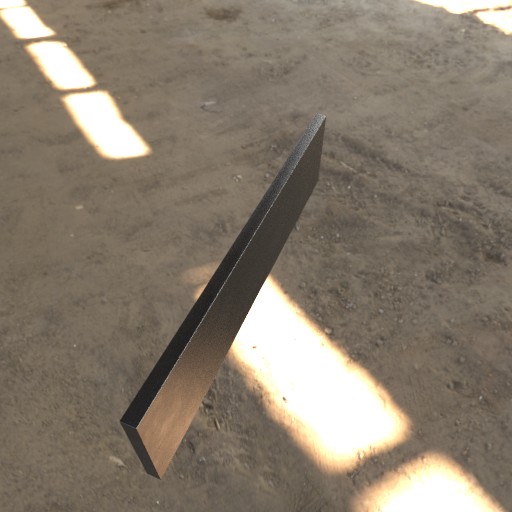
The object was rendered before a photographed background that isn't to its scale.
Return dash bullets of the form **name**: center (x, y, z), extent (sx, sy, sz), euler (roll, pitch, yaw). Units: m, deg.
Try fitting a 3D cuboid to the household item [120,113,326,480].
- **household item**: center (0.000, 0.000, 1.068), extent (0.030, 0.236, 1.001), euler (17, 49, 15)
